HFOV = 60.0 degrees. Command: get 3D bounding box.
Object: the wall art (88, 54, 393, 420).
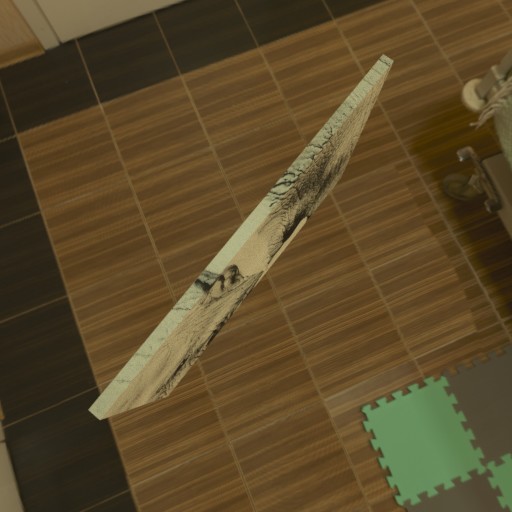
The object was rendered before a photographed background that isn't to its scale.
[{"bbox_3d":[0.000,0.000,1.437,0.035,0.758,1.141,37,79,9],"label":"wall art"}]
